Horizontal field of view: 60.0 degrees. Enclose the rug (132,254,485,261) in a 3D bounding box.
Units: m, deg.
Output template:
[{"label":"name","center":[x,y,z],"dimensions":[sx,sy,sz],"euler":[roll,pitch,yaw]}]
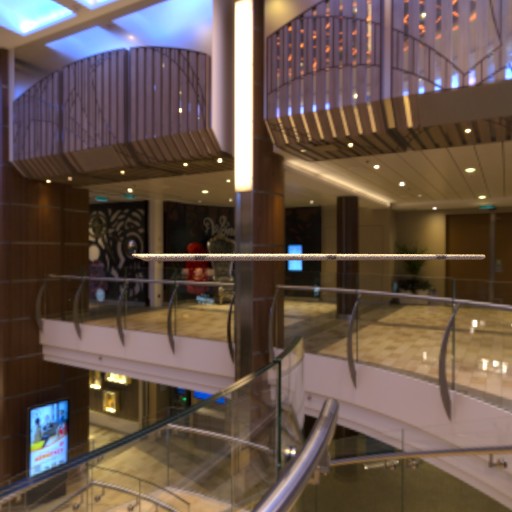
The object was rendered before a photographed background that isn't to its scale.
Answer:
[{"label":"rug","center":[0.000,0.000,3.419],"dimensions":[1.801,0.026,2.701],"euler":[0,0,-17]}]
